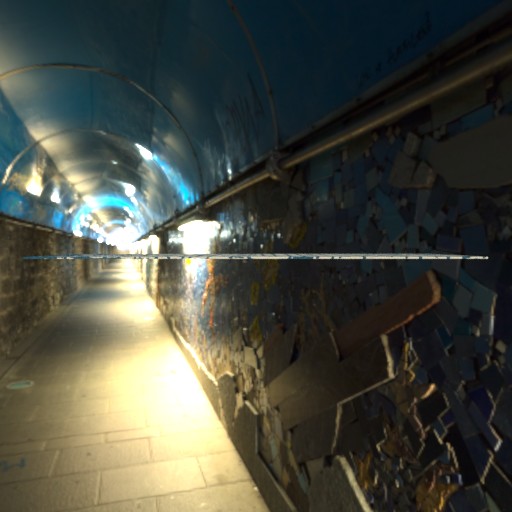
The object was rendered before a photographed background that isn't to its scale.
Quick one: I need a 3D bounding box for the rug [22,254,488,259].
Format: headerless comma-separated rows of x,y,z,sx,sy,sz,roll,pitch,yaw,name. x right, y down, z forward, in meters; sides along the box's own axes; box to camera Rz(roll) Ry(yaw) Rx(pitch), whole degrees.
0.000,0.000,2.685,2.435,0.011,0.750,0,1,-1,rug
